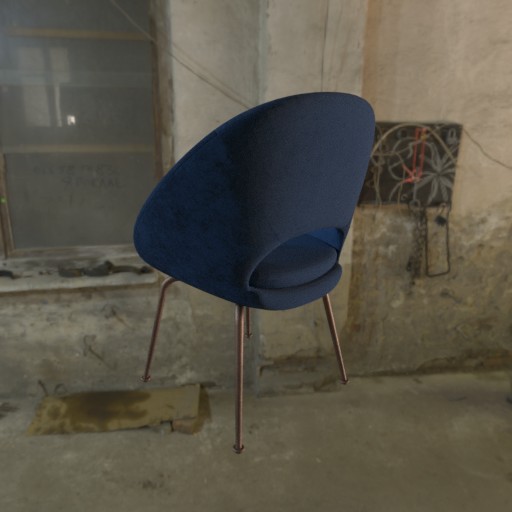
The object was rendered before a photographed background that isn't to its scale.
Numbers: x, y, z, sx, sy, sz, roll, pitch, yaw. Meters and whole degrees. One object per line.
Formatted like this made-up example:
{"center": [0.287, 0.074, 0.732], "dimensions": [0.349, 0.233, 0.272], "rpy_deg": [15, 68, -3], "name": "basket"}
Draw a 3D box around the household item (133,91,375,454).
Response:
{"center": [0.000, 0.000, 1.267], "dimensions": [0.623, 0.852, 0.573], "rpy_deg": [-15, 22, -42], "name": "household item"}
